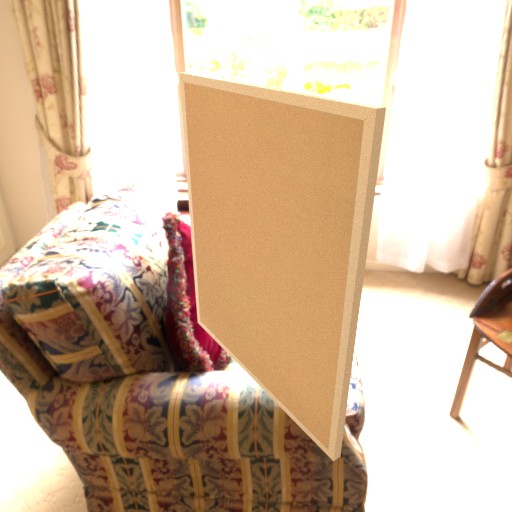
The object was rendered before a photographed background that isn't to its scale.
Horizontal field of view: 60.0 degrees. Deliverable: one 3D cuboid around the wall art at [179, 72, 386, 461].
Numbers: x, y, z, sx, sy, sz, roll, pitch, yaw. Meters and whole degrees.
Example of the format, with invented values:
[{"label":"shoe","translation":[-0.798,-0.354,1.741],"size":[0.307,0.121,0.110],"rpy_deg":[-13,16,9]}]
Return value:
[{"label":"wall art","translation":[0.000,0.000,0.631],"size":[0.013,0.456,0.382],"rpy_deg":[-18,33,-31]}]
